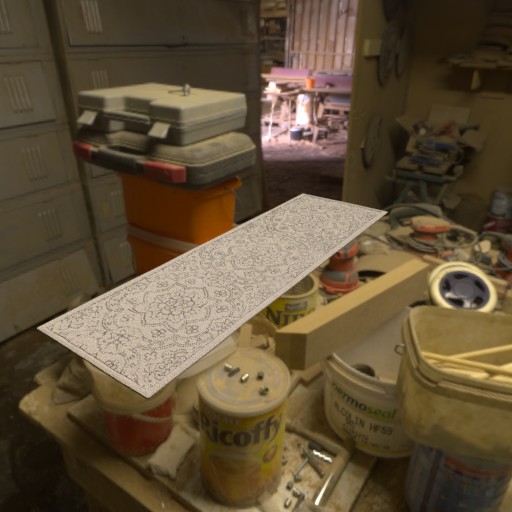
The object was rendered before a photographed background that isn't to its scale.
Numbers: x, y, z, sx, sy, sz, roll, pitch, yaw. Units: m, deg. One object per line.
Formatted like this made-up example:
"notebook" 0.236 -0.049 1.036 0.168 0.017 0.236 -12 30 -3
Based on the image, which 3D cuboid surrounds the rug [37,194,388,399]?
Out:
"rug" 0.000 0.000 2.754 0.769 0.012 2.448 18 31 32
